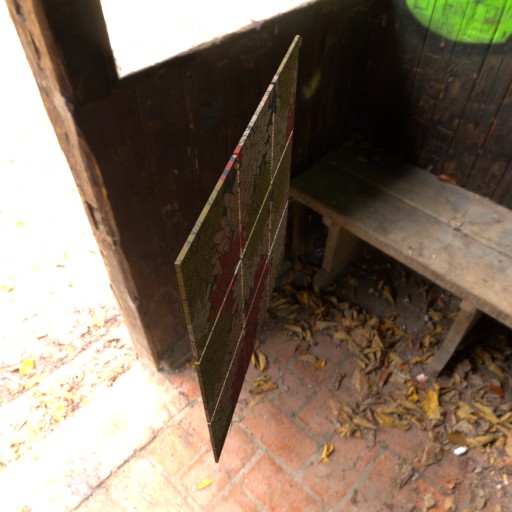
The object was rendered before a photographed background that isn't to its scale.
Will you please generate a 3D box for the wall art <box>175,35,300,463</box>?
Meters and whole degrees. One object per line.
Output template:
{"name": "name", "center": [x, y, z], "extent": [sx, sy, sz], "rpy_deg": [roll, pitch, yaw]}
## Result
{"name": "wall art", "center": [0.000, 0.000, 1.743], "extent": [0.013, 1.218, 1.206], "rpy_deg": [11, 48, 10]}
